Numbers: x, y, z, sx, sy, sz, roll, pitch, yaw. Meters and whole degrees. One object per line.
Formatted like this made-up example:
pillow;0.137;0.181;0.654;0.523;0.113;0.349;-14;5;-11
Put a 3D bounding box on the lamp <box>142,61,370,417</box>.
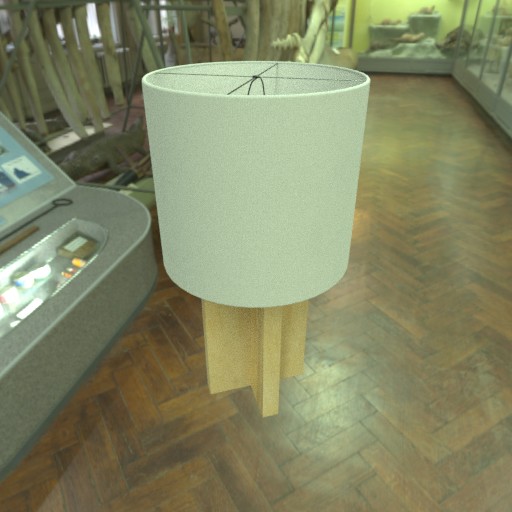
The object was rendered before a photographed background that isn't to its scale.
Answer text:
lamp;0.000;0.000;0.560;0.229;0.428;0.229;-8;31;-14
